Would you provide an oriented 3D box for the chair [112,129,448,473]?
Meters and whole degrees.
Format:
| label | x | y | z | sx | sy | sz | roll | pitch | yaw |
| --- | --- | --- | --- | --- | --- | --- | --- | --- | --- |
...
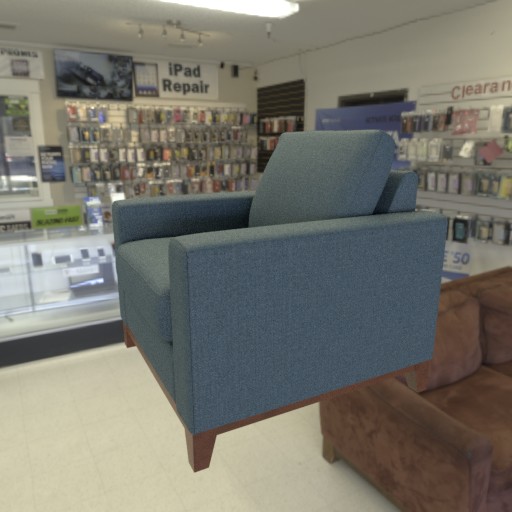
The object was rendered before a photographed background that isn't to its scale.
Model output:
| label | x | y | z | sx | sy | sz | roll | pitch | yaw |
| --- | --- | --- | --- | --- | --- | --- | --- | --- | --- |
| chair | 0.000 | 0.000 | 1.841 | 1.038 | 1.010 | 1.024 | -8 | 17 | -27 |
